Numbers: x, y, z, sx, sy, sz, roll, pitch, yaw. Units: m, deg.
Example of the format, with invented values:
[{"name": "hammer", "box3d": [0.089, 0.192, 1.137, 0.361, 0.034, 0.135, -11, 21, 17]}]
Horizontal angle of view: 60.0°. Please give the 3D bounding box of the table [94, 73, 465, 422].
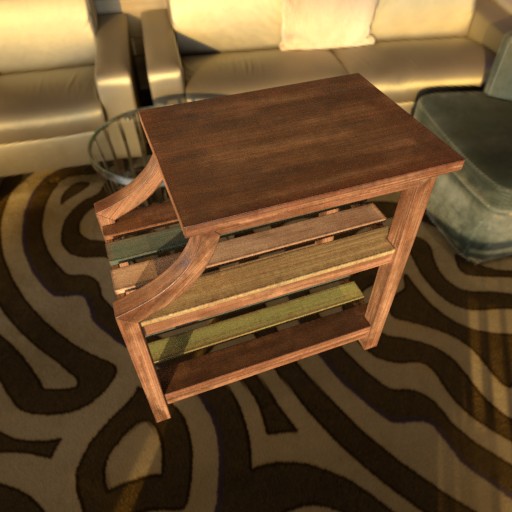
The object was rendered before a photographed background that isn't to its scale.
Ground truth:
[{"name": "table", "box3d": [0.000, 0.000, 0.985, 0.609, 0.584, 0.356, -15, 48, -14]}]
